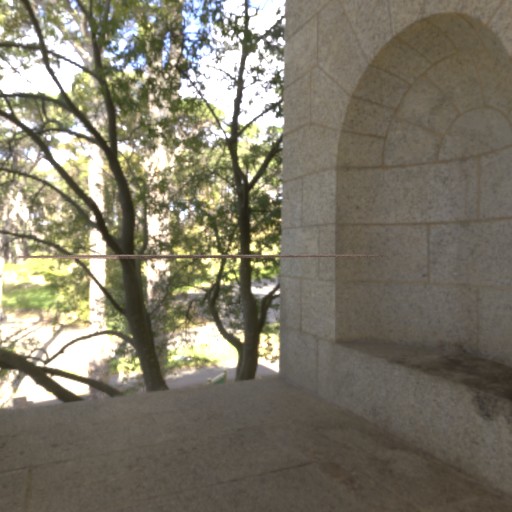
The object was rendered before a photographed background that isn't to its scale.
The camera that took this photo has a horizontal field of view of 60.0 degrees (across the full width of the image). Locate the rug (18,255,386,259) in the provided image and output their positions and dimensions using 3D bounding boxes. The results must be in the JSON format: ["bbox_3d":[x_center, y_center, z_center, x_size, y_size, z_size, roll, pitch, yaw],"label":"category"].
[{"bbox_3d":[0.000,0.000,2.633,0.685,0.013,2.437,0,0,37],"label":"rug"}]
